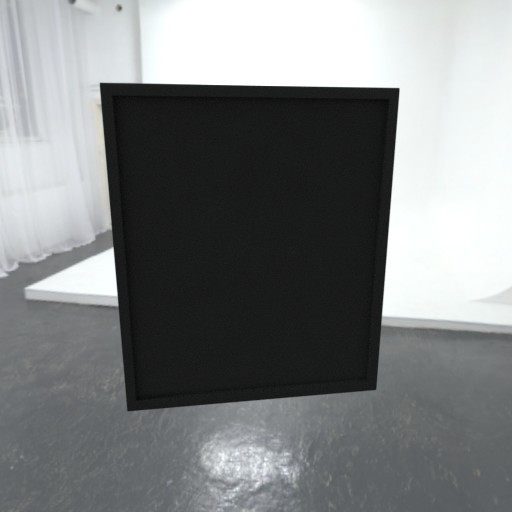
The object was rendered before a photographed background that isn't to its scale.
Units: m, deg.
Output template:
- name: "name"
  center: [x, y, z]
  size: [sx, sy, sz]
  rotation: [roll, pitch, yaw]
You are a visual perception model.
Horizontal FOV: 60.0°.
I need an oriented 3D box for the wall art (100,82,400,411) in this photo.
- name: "wall art"
  center: [0.000, 0.000, 0.706]
  size: [0.432, 0.508, 0.021]
  rotation: [-2, 15, -8]
